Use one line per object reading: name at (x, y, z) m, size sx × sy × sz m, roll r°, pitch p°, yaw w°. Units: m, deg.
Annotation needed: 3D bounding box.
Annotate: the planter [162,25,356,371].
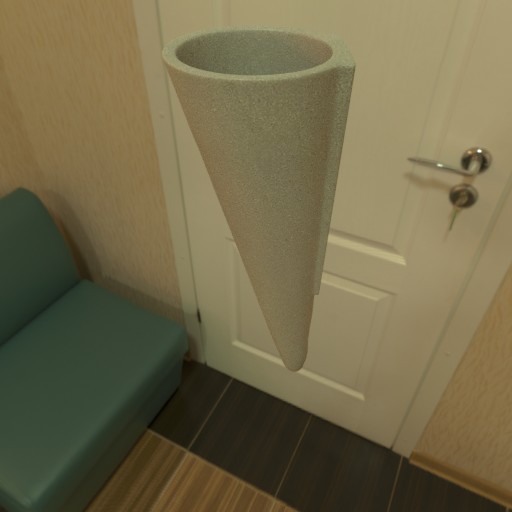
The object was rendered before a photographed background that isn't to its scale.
planter at (0.000, 0.000, 0.216) m, size 0.064 × 0.191 × 0.057 m, roll -1°, pitch 42°, yaw -1°
